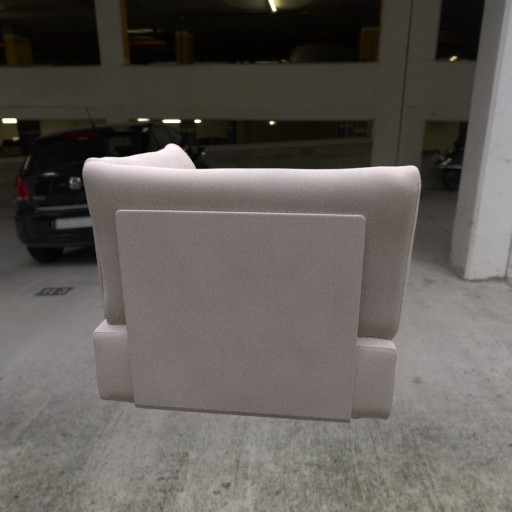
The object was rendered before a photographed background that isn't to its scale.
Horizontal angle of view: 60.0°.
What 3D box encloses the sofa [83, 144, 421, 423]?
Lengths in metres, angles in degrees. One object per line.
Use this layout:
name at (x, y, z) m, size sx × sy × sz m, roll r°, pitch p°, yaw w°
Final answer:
sofa at (0.000, 0.000, 1.766) m, size 1.000 × 0.820 × 1.000 m, roll 2°, pitch 17°, yaw 6°
